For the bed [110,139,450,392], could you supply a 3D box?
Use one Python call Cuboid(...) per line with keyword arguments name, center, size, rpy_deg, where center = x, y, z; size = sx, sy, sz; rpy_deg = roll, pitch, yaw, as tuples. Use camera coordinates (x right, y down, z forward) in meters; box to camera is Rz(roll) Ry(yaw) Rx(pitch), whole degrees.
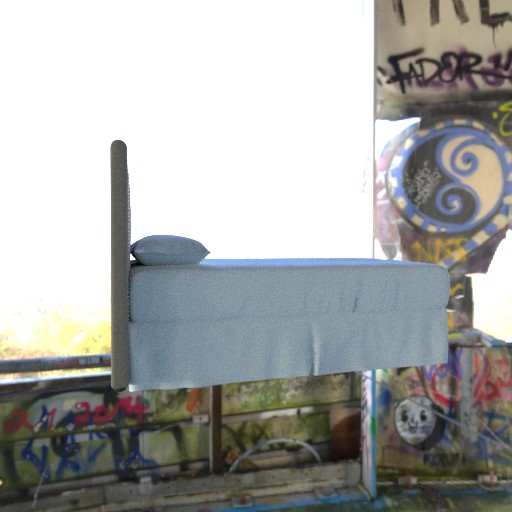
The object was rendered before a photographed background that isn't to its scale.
Cuboid(name="bed", center=(0.000, 0.000, 3.544), size=(2.182, 1.421, 2.083), rpy_deg=(0, 1, -17))
